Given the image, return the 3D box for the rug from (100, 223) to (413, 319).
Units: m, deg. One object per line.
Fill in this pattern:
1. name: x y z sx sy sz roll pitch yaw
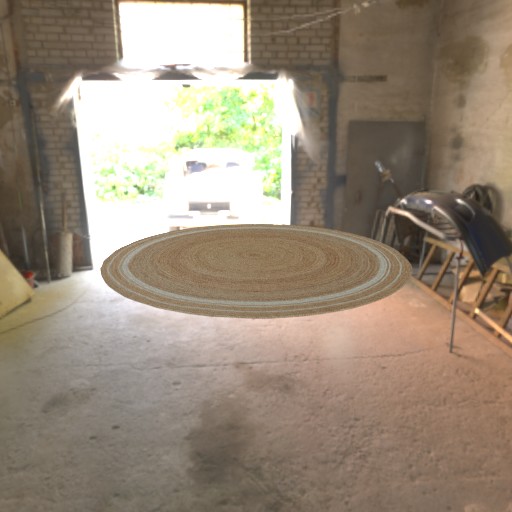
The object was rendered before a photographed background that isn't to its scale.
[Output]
1. rug: 0.000 0.000 3.673 2.444 0.015 2.444 0 17 0
